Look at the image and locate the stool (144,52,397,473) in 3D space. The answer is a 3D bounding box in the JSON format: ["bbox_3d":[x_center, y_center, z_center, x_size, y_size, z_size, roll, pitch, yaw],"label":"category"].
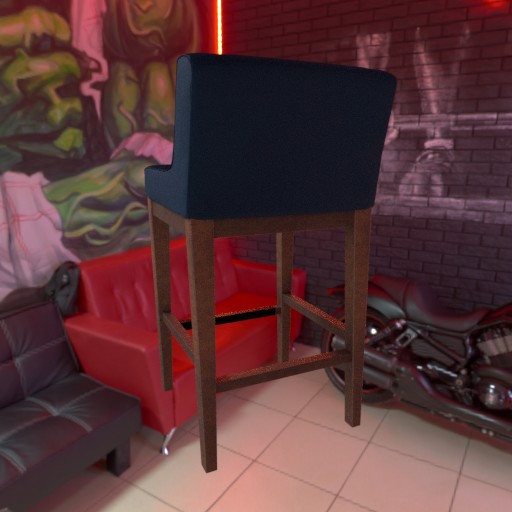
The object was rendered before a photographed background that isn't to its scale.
[{"bbox_3d":[0.000,0.000,1.238,0.511,0.945,0.516,-6,14,-24],"label":"stool"}]
